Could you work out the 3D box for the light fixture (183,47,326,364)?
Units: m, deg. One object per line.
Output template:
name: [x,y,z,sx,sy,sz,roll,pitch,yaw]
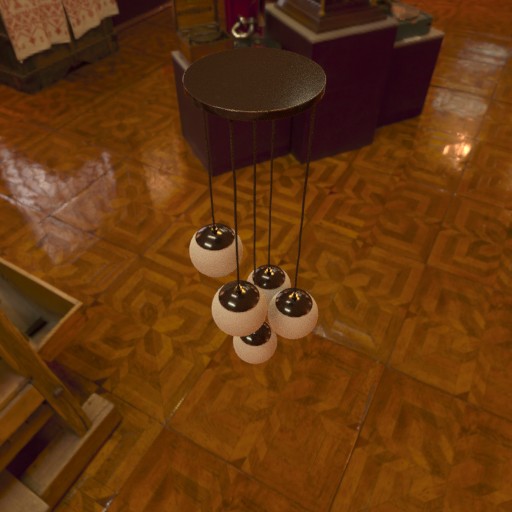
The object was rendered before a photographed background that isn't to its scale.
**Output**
light fixture: [0.000,0.000,1.533,0.489,1.271,0.484,24,51,21]
